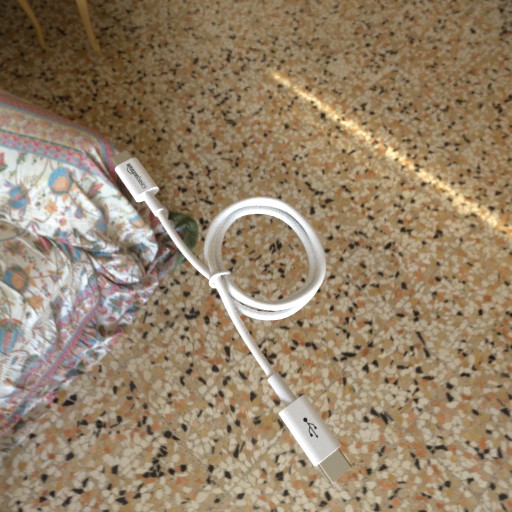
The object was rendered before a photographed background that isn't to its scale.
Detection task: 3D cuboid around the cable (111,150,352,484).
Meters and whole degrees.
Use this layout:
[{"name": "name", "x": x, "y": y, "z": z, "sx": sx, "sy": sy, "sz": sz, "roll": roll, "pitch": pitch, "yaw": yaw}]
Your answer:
[{"name": "cable", "x": 0.000, "y": 0.000, "z": 0.224, "sx": 0.070, "sy": 0.014, "sz": 0.203, "roll": -32, "pitch": 67, "yaw": -15}]
